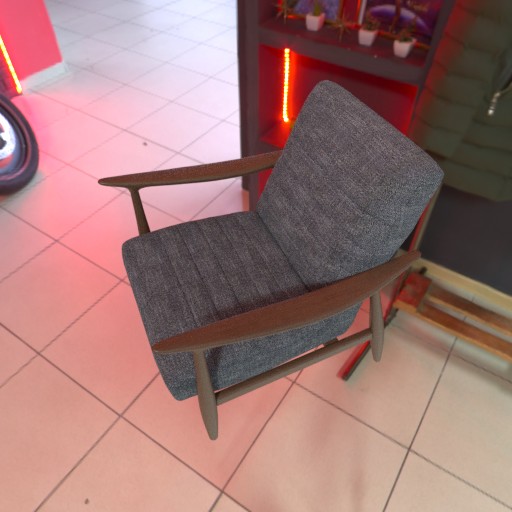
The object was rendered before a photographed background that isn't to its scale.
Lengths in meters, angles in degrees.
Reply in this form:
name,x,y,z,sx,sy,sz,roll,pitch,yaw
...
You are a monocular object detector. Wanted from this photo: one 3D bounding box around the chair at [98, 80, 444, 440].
name,x,y,z,sx,sy,sz,roll,pitch,yaw
chair,0.000,0.000,1.433,0.798,0.832,0.741,-18,49,-16
